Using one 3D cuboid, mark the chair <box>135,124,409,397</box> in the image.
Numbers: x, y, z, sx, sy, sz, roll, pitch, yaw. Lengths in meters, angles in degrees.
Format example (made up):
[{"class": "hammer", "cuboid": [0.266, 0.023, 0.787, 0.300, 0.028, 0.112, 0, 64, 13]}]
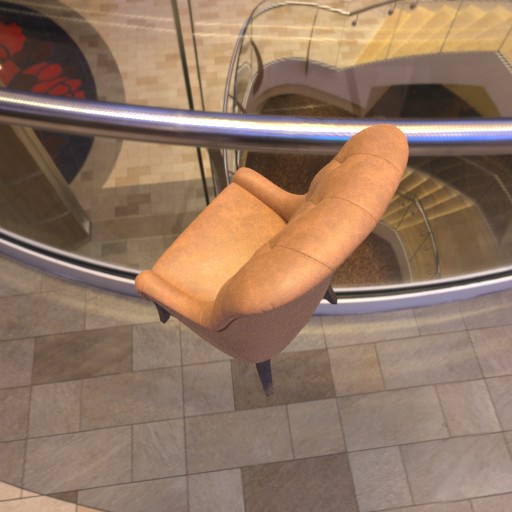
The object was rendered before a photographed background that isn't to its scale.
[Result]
[{"class": "chair", "cuboid": [0.000, 0.000, 1.478, 0.629, 1.091, 0.634, 34, 68, 16]}]
